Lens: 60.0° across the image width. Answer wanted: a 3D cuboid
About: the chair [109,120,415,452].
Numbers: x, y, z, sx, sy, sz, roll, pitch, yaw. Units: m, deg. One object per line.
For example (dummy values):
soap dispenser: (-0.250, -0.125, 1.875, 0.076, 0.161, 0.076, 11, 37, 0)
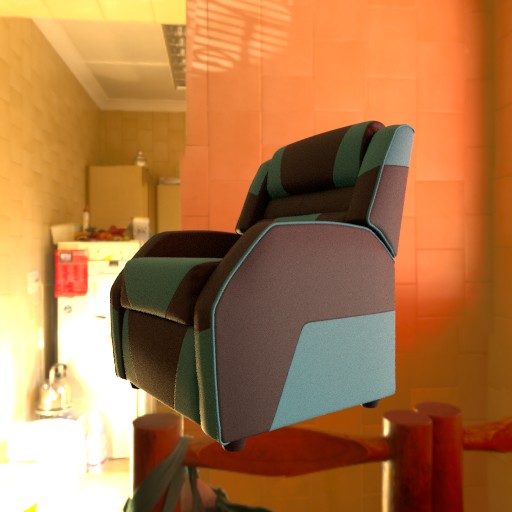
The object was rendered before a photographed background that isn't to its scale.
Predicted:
chair: (0.000, 0.000, 1.291, 0.672, 0.805, 0.620, 0, 0, -36)
